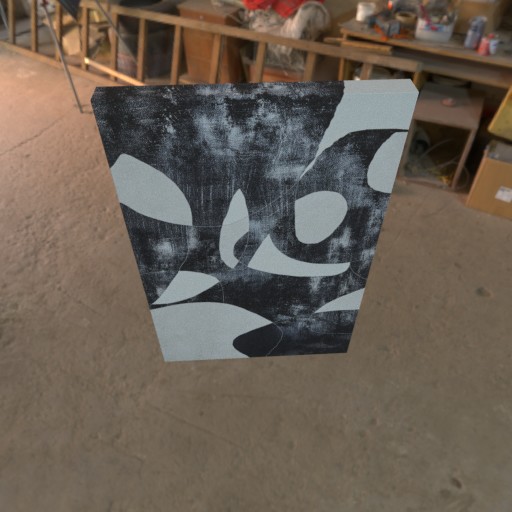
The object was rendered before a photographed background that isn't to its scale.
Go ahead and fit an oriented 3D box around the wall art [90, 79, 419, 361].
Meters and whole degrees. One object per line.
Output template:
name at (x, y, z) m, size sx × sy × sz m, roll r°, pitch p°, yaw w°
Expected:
wall art at (0.000, 0.000, 0.780) m, size 0.407 × 0.610 × 0.039 m, roll -2°, pitch 46°, yaw -2°
